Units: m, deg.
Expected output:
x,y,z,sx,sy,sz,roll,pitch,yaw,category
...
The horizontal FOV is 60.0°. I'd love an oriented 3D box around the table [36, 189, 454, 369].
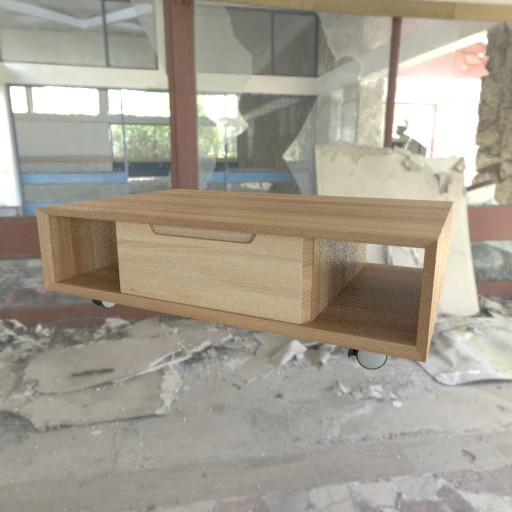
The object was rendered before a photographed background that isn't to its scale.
x,y,z,sx,sy,sz,roll,pitch,yaw,category
0.000,0.000,1.416,1.100,0.330,0.700,6,15,25,table
